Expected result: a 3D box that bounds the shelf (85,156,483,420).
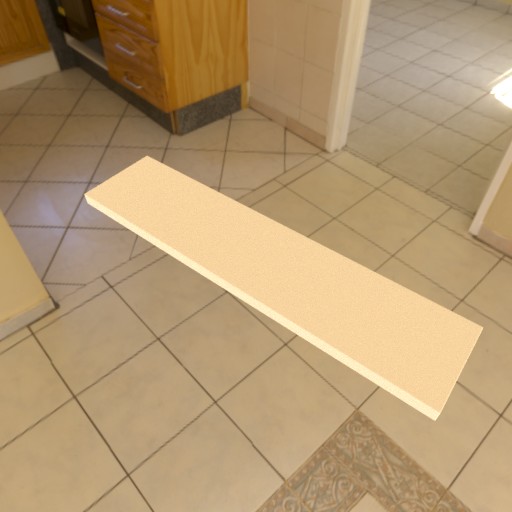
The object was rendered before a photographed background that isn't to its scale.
[{"bbox_3d":[0.000,0.000,0.650,0.610,0.020,0.140,29,53,25],"label":"shelf"}]
